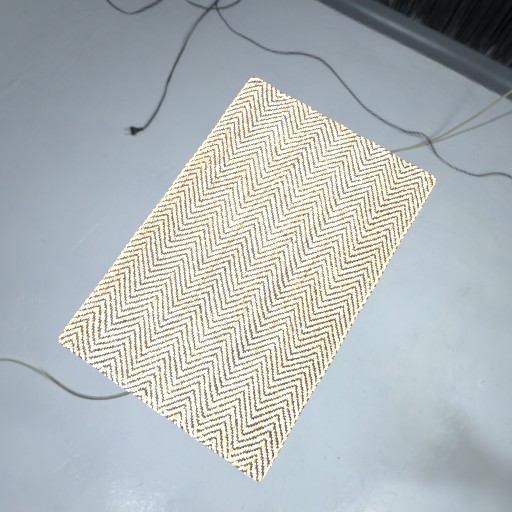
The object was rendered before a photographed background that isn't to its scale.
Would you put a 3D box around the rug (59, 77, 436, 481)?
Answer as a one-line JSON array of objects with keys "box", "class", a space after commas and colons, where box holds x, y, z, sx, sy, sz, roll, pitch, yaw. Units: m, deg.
[{"box": [0.000, 0.000, 2.338, 1.219, 0.008, 1.828, 32, 78, 8], "class": "rug"}]
